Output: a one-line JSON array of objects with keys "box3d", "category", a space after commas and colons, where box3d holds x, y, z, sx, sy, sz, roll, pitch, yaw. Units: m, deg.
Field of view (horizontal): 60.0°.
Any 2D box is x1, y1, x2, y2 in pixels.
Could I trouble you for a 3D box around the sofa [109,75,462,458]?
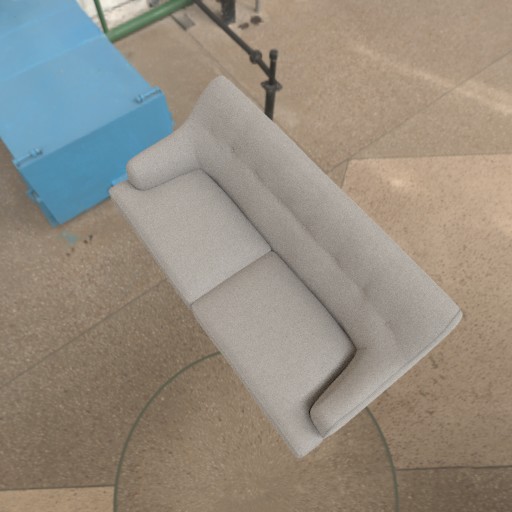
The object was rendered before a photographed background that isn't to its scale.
[{"box3d": [0.000, 0.000, 2.653, 0.978, 0.871, 2.057, -34, 68, -16], "category": "sofa"}]
